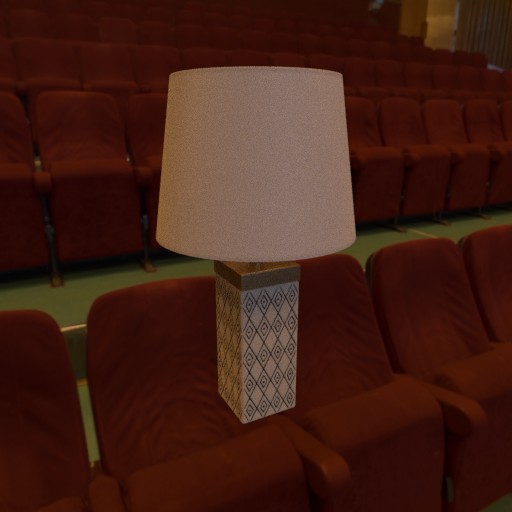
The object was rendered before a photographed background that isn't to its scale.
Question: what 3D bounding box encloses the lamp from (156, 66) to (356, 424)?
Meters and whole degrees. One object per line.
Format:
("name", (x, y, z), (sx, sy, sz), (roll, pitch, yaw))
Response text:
("lamp", (0.000, 0.000, 0.579), (0.251, 0.435, 0.251), (0, 17, 0))
